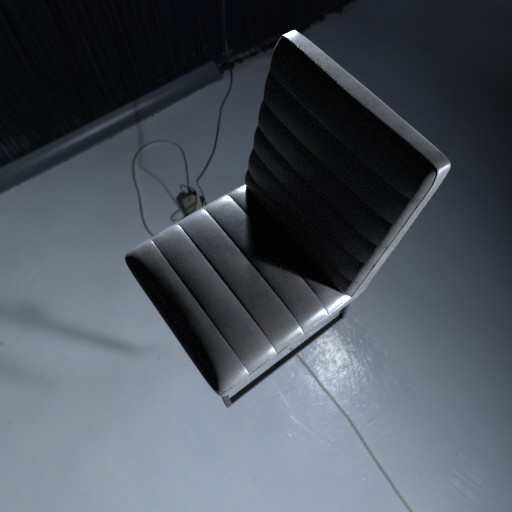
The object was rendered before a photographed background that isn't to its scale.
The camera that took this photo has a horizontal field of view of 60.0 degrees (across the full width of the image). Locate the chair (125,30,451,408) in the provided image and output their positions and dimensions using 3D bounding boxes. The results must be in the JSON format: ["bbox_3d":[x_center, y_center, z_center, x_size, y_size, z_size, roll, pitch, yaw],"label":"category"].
[{"bbox_3d":[0.000,0.000,1.295,0.634,0.930,0.520,-34,68,-15],"label":"chair"}]
